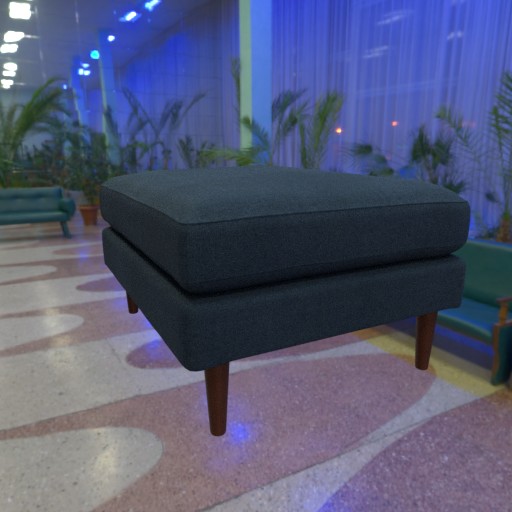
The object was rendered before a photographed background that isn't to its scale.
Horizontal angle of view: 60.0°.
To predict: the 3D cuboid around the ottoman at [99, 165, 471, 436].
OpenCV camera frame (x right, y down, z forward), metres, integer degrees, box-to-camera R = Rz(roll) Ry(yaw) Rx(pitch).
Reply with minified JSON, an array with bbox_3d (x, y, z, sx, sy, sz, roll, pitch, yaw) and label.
[{"bbox_3d":[0.000,0.000,1.223,0.693,0.474,0.821,-7,16,-27],"label":"ottoman"}]
